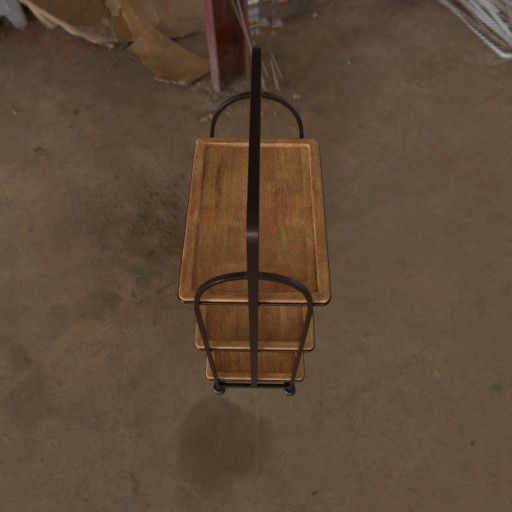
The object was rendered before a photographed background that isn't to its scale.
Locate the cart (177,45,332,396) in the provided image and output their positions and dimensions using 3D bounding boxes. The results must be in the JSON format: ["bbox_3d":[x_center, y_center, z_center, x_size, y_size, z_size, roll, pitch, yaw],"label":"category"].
[{"bbox_3d":[0.000,0.000,1.235,0.327,1.001,0.553,1,59,0],"label":"cart"}]
